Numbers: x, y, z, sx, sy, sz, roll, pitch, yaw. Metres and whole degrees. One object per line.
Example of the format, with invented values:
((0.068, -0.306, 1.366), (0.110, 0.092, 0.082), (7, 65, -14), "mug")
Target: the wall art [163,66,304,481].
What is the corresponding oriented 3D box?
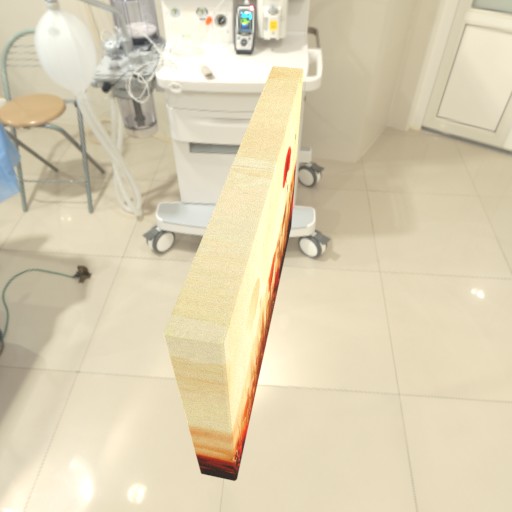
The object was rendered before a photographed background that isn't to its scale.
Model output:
((0.000, 0.000, 0.483), (0.037, 0.251, 0.383), (8, 47, 8), "wall art")
